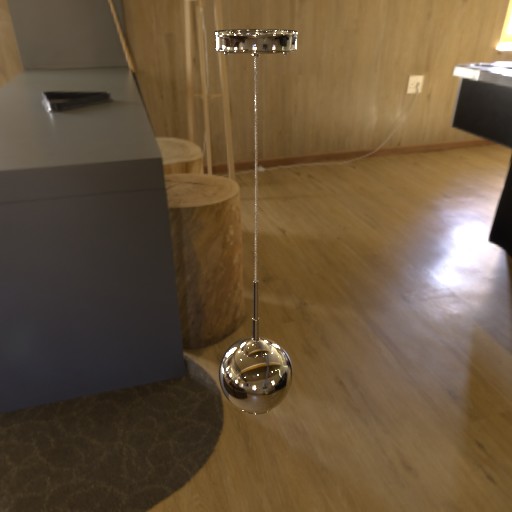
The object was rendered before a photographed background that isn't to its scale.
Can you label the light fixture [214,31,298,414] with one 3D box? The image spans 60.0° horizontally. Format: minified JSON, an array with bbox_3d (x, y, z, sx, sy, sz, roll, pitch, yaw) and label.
[{"bbox_3d":[0.000,0.000,1.700,0.336,1.538,0.336,-1,30,-1],"label":"light fixture"}]
